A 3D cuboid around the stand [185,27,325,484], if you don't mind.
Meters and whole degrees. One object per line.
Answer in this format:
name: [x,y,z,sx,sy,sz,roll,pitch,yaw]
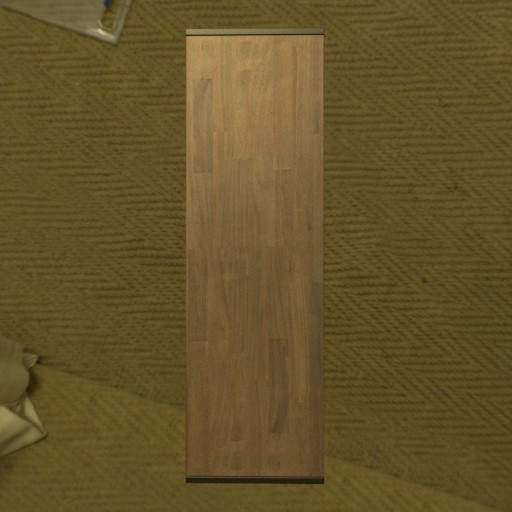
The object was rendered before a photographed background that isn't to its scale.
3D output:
stand: [0.000,0.000,1.692,0.454,0.506,1.480,0,90,1]
